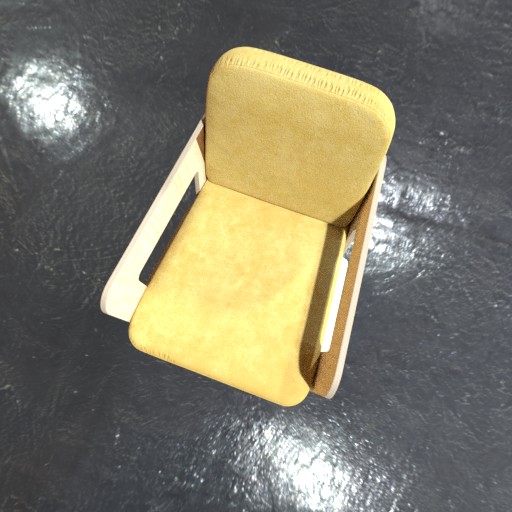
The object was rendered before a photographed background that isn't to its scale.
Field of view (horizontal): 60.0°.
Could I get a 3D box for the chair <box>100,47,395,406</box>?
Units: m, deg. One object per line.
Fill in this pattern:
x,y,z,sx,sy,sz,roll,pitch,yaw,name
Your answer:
0.000,0.000,1.252,0.590,0.800,0.710,20,77,5,chair
